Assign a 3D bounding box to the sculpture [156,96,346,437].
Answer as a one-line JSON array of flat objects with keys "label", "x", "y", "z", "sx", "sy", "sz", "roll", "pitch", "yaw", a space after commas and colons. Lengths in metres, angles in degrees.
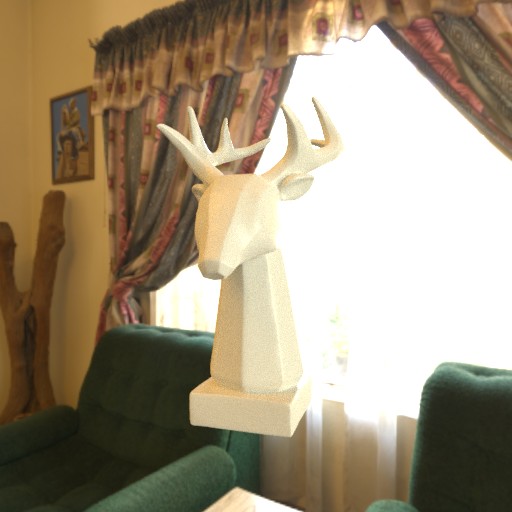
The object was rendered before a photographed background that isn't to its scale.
[{"label": "sculpture", "x": 0.000, "y": 0.000, "z": 0.463, "sx": 0.174, "sy": 0.329, "sz": 0.224, "roll": 0, "pitch": 1, "yaw": 18}]
